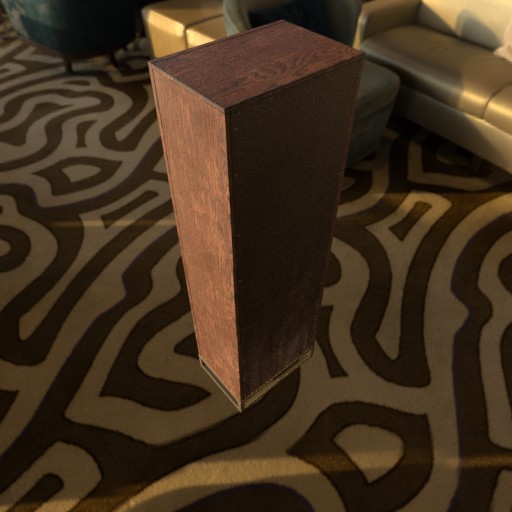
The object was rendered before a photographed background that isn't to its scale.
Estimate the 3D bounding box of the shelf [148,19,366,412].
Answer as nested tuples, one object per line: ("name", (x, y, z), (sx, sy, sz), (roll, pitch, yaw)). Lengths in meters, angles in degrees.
("shelf", (0.000, 0.000, 1.949), (0.539, 1.732, 0.395), (-31, 54, -26))
